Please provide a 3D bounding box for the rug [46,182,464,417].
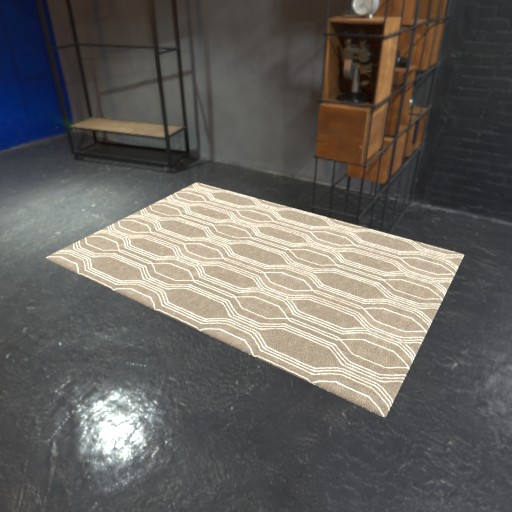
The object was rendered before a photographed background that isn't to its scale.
[{"bbox_3d":[0.000,0.000,2.338,1.836,0.012,1.239,19,36,28],"label":"rug"}]
